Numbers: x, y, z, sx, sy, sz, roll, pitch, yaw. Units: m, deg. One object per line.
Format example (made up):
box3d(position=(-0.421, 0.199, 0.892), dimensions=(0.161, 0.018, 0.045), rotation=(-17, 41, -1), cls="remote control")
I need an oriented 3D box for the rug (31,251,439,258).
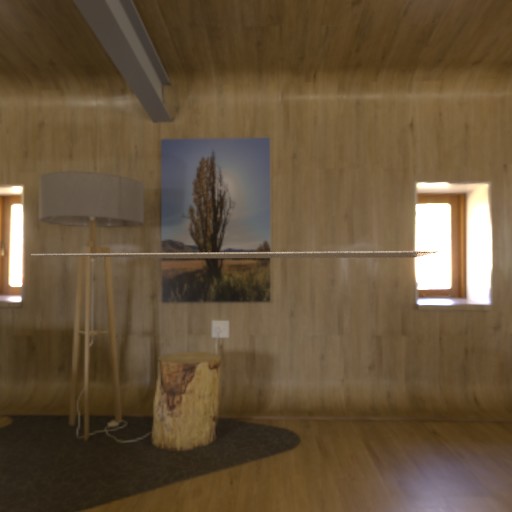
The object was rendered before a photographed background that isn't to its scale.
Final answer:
box3d(position=(0.000, 0.000, 4.265), dimensions=(3.072, 0.011, 2.451), rotation=(0, -1, 18), cls="rug")
